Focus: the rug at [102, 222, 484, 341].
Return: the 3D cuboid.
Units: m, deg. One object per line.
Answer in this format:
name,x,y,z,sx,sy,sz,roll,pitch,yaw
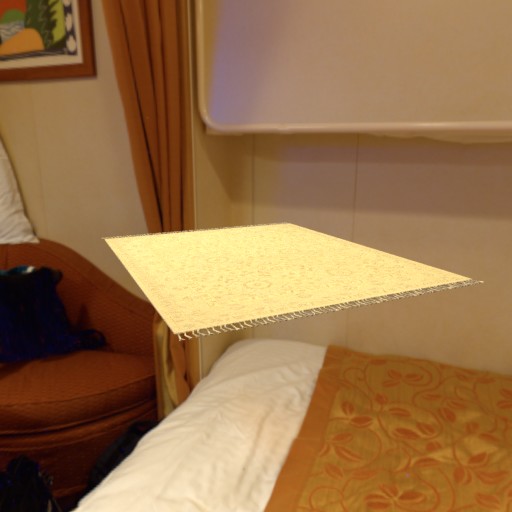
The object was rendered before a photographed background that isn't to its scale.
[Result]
rug,0.000,0.000,4.208,2.444,0.013,3.043,-7,15,-25
